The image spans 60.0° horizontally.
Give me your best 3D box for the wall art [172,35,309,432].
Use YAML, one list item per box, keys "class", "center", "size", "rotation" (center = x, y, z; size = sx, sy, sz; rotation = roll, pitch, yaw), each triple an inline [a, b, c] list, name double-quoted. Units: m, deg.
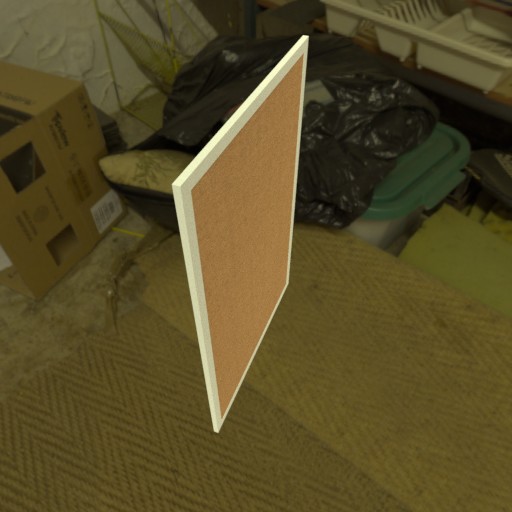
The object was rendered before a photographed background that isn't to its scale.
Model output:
- class: "wall art"
  center: [0.000, 0.000, 1.254]
  size: [0.015, 0.965, 0.660]
  rotation: [17, 49, 15]
